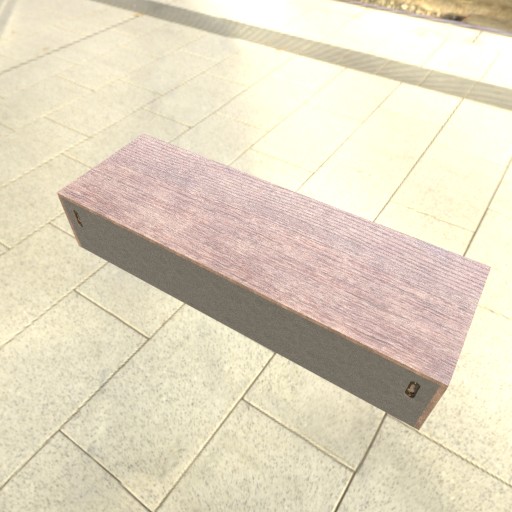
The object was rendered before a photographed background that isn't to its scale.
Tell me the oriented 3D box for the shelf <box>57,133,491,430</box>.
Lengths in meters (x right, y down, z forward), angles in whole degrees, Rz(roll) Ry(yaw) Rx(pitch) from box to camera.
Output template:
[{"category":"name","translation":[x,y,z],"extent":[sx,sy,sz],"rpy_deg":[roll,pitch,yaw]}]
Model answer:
[{"category":"shelf","translation":[0.000,0.000,0.685],"extent":[0.610,0.125,0.200],"rpy_deg":[25,52,21]}]
